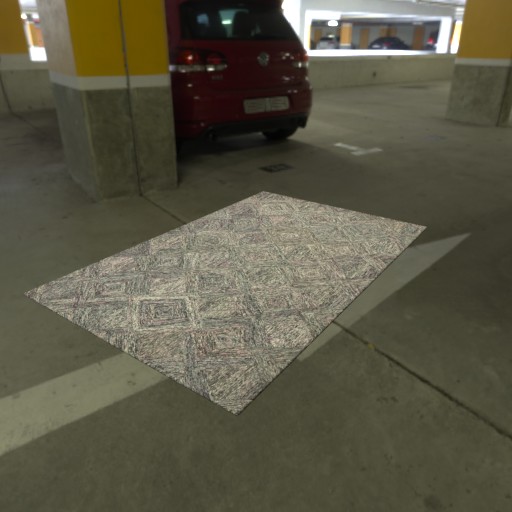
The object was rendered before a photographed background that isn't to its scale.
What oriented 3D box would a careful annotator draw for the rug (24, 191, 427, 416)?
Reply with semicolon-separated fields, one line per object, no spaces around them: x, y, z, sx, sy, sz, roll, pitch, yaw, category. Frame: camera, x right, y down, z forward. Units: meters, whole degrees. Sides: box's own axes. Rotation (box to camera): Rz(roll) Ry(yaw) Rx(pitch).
0.000;0.000;2.885;1.501;0.017;2.298;18;31;32;rug
